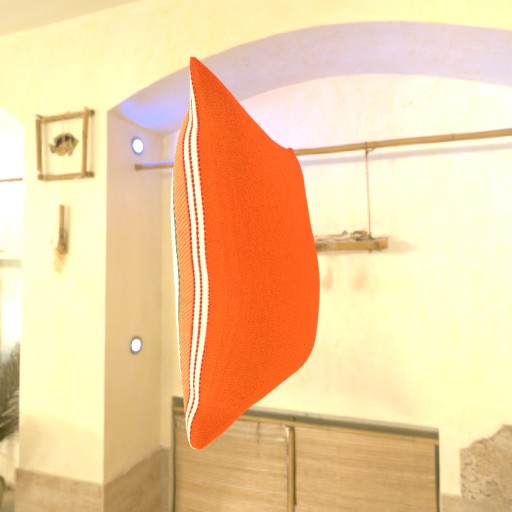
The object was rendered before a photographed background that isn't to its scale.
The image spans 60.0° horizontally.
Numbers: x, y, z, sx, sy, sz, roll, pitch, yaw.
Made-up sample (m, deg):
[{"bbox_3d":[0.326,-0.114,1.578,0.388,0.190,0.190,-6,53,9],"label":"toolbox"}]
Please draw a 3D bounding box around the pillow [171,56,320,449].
[{"bbox_3d":[0.000,0.000,0.683,0.182,0.441,0.440,-1,-2,19],"label":"pillow"}]
